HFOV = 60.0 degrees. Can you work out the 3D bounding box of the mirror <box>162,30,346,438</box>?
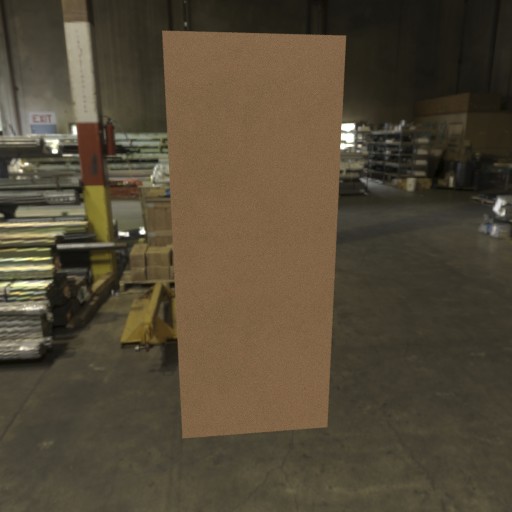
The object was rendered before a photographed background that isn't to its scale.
[{"bbox_3d":[0.000,0.000,2.221,0.812,2.031,0.026,-2,15,-7],"label":"mirror"}]
